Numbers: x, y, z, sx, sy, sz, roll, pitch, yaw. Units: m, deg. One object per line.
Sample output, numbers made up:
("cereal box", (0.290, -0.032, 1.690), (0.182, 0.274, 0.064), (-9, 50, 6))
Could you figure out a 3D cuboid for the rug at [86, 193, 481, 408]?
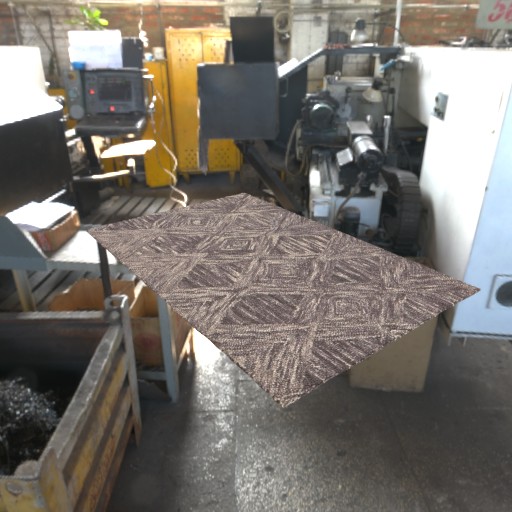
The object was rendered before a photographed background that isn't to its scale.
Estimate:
("rug", (0.000, 0.000, 2.334), (1.186, 0.012, 1.814), (-19, 31, -34))
